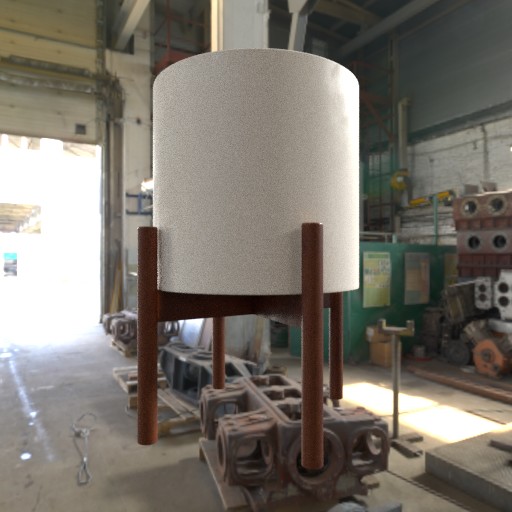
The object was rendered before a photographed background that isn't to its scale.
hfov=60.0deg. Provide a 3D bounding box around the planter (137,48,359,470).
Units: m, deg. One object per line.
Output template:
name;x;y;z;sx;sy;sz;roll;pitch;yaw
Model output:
planter;0.000;0.000;0.921;0.417;0.670;0.417;0;0;16
